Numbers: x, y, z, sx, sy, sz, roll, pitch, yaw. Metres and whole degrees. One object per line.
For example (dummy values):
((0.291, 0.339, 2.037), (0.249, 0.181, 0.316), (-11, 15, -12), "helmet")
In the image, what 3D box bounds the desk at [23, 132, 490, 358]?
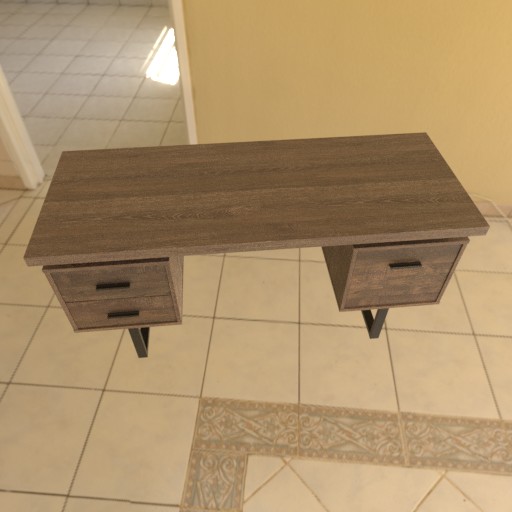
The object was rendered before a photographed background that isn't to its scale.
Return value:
((0.000, 0.000, 1.920), (1.524, 0.760, 0.600), (-4, 46, -4), "desk")
